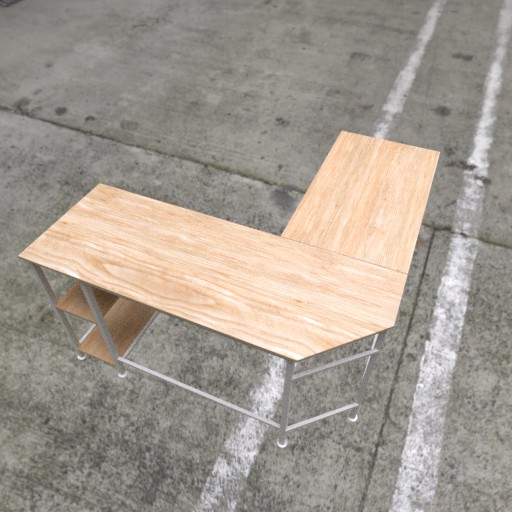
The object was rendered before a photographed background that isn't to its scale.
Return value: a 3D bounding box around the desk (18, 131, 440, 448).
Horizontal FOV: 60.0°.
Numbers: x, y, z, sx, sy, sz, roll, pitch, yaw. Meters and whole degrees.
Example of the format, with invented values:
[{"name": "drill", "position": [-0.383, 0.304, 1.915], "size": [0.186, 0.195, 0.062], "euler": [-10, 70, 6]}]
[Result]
[{"name": "desk", "position": [0.000, 0.000, 2.202], "size": [1.379, 0.739, 1.379], "euler": [17, 48, 16]}]
